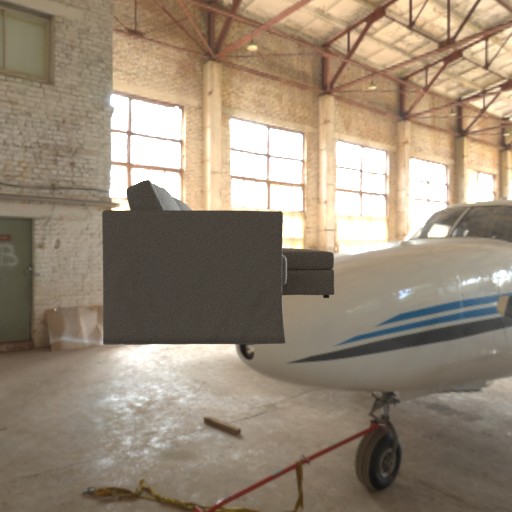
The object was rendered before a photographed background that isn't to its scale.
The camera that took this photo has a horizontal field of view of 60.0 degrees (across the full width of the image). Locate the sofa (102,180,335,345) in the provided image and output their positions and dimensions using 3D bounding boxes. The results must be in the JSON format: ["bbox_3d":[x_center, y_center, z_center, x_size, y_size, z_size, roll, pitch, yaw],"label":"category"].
[{"bbox_3d":[0.000,0.000,3.840,1.622,0.867,3.177,0,1,-1],"label":"sofa"}]
